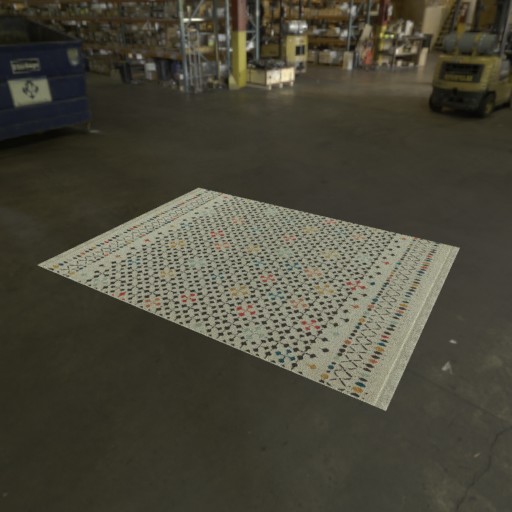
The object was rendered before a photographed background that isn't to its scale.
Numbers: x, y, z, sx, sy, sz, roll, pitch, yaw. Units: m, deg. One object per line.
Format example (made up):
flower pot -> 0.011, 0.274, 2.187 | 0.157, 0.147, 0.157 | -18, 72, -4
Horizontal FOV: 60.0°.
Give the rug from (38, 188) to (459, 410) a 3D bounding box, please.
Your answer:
rug -> 0.000, 0.000, 4.158 | 3.196, 0.007, 2.354 | 16, 33, 27
